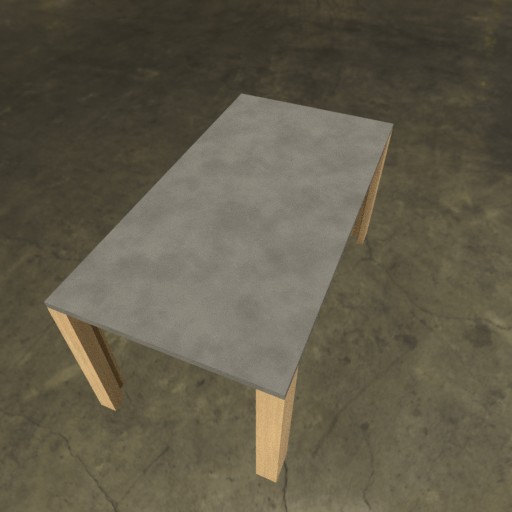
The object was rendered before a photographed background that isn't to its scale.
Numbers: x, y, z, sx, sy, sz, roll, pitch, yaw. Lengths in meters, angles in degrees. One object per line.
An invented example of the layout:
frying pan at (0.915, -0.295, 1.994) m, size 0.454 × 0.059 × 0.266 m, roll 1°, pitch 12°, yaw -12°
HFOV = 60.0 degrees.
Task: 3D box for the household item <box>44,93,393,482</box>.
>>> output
household item at (0.000, 0.000, 2.136) m, size 0.850 × 0.755 × 1.600 m, roll 17°, pitch 49°, yaw 16°
